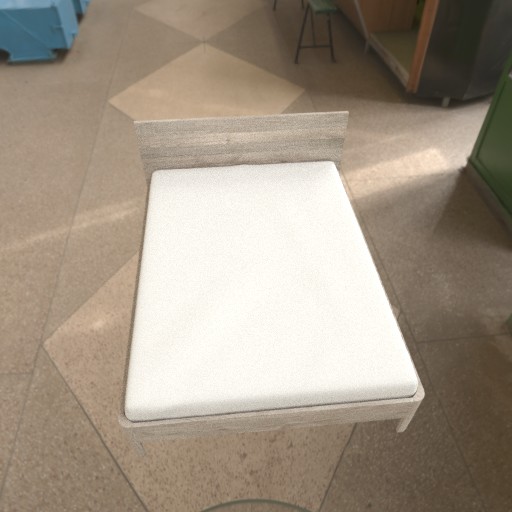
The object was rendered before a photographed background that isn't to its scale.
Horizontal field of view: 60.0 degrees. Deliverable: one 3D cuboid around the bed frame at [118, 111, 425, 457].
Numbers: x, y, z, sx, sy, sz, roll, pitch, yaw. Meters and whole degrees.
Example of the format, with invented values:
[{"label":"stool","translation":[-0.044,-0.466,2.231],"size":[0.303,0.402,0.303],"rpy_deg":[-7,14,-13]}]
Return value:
[{"label":"bed frame","translation":[0.000,0.000,2.683],"size":[1.490,0.800,1.950],"rpy_deg":[-4,46,-4]}]
